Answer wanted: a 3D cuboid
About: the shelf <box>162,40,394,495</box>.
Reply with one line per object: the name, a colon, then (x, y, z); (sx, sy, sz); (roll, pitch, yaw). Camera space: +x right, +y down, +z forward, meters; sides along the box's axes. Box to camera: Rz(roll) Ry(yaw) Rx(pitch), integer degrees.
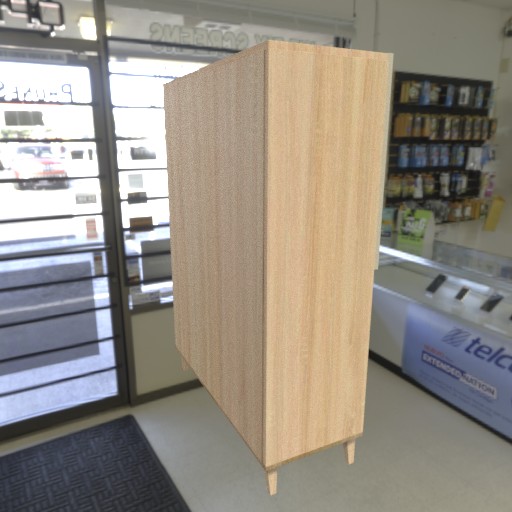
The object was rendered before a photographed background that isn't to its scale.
shelf: (0.000, 0.000, 1.813); (0.434, 1.405, 0.995); (-7, 16, -26)
